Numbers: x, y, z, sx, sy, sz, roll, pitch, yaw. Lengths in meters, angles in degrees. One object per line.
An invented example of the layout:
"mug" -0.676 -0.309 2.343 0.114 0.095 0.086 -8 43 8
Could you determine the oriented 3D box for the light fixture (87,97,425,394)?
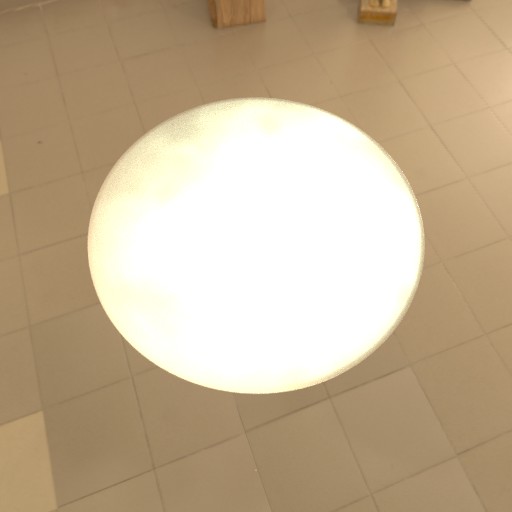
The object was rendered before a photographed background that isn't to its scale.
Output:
"light fixture" 0.000 0.000 0.432 0.280 0.135 0.280 0 64 0
